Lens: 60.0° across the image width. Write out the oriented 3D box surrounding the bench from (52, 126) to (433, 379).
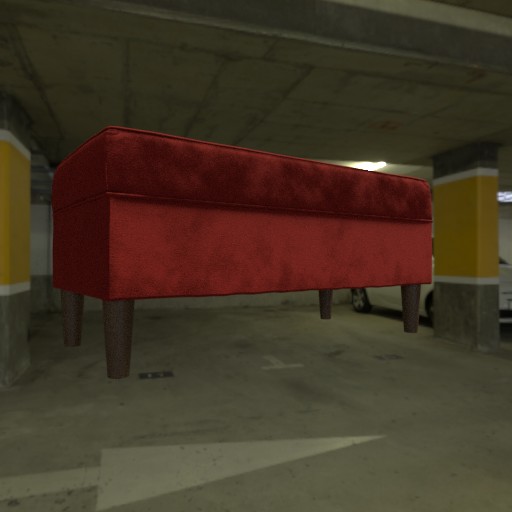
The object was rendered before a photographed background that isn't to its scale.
[{"bbox_3d":[0.000,0.000,1.273,1.016,0.471,0.492,0,-1,-35],"label":"bench"}]
